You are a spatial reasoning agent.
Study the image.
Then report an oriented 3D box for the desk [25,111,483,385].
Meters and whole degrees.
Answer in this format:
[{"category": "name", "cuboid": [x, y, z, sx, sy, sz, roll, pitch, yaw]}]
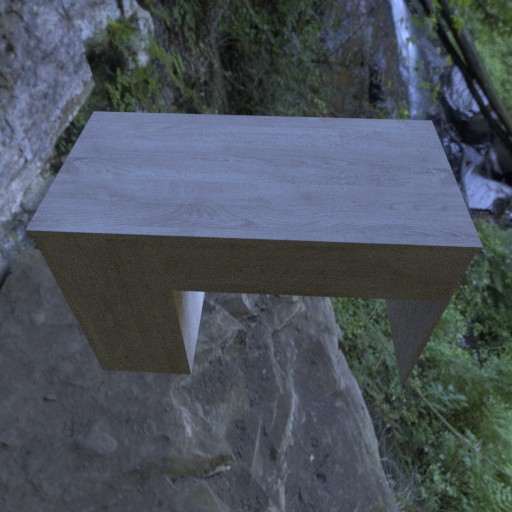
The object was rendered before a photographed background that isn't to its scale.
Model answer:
[{"category": "desk", "cuboid": [0.000, 0.000, 1.519, 1.097, 0.735, 0.560, 2, 48, 2]}]
